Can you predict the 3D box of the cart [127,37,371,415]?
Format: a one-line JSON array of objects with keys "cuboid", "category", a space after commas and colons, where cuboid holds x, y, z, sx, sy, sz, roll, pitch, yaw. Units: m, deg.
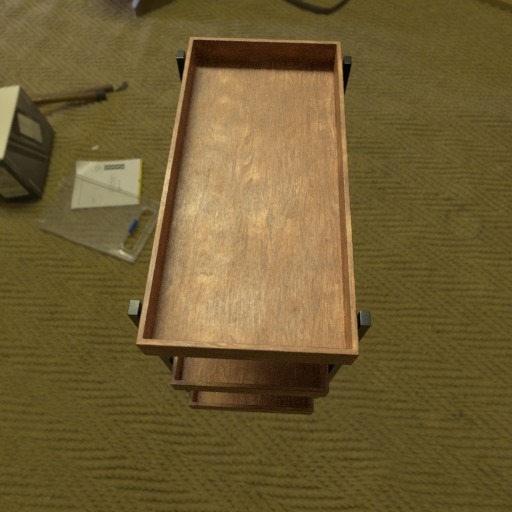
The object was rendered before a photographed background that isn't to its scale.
[{"cuboid": [0.000, 0.000, 1.237, 0.411, 0.800, 0.750, 2, 63, 1], "category": "cart"}]
